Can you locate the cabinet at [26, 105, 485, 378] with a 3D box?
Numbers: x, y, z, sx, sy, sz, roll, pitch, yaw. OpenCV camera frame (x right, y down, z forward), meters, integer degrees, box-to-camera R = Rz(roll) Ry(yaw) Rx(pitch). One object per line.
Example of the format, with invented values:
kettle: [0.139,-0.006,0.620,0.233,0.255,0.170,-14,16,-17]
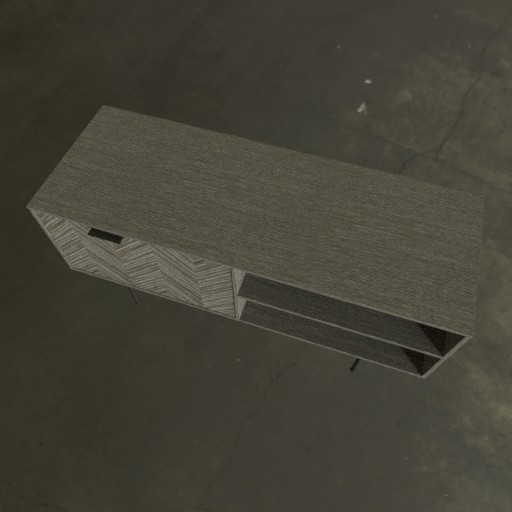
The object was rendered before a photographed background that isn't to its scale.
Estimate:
cabinet: [0.000,0.000,1.586,1.300,0.599,0.500,16,60,9]
